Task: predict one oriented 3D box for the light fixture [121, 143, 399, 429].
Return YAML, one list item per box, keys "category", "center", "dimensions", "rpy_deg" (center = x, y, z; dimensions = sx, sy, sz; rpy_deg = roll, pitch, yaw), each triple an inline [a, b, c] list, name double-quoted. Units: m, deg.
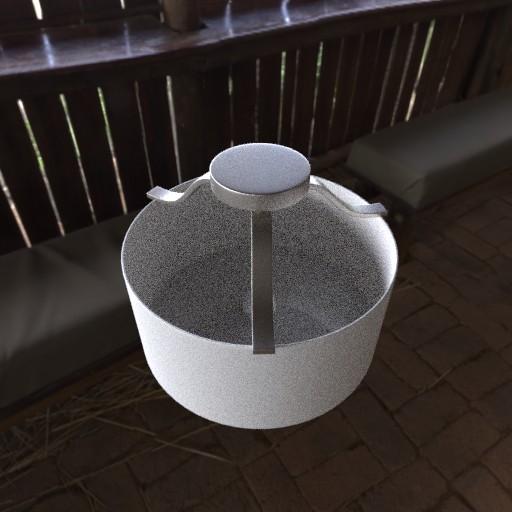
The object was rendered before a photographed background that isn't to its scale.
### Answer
- category: "light fixture"
  center: [0.000, 0.000, 0.654]
  dimensions: [0.395, 0.304, 0.395]
  rpy_deg: [0, 41, 0]
